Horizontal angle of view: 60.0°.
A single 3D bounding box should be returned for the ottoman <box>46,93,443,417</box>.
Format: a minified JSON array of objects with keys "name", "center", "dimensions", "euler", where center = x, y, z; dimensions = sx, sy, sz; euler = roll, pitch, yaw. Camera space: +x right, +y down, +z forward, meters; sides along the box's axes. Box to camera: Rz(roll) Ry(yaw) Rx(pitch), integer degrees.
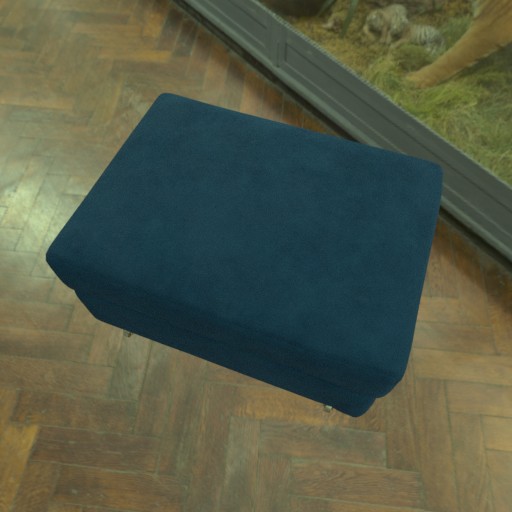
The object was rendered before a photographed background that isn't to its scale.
[{"name":"ottoman","center":[0.000,0.000,1.155],"dimensions":[0.773,0.503,0.572],"euler":[18,61,10]}]
